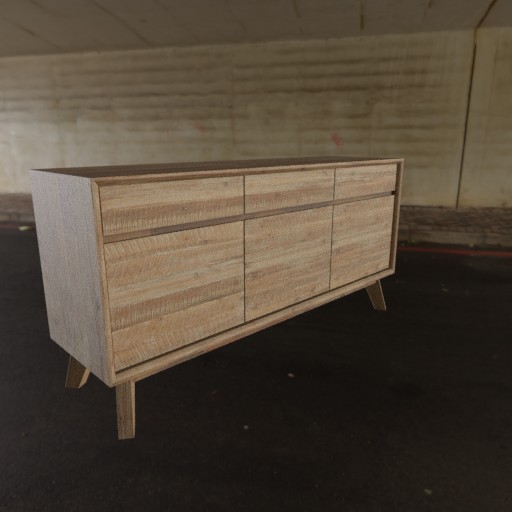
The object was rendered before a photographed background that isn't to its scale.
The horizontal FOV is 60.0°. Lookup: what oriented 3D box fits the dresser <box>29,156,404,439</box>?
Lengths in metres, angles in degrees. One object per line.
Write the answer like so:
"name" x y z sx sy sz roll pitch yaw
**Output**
"dresser" 0.000 0.000 1.912 1.602 0.788 0.455 -14 20 -42
